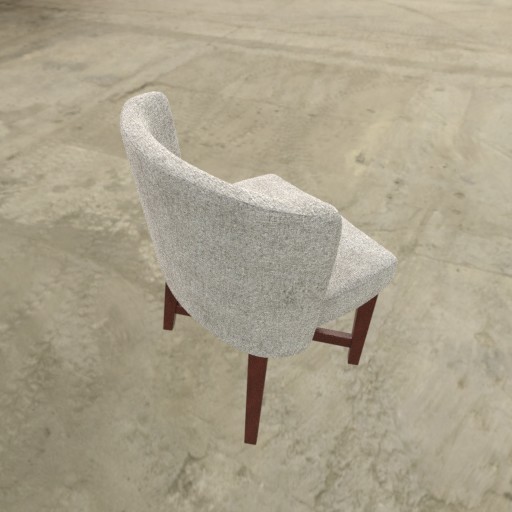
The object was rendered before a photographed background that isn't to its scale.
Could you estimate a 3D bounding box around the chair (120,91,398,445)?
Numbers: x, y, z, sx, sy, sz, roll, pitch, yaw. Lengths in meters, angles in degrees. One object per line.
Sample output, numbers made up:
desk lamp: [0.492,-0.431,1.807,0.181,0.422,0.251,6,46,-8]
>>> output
chair: [0.000,0.000,1.262,0.575,0.827,0.728,-25,46,-26]
